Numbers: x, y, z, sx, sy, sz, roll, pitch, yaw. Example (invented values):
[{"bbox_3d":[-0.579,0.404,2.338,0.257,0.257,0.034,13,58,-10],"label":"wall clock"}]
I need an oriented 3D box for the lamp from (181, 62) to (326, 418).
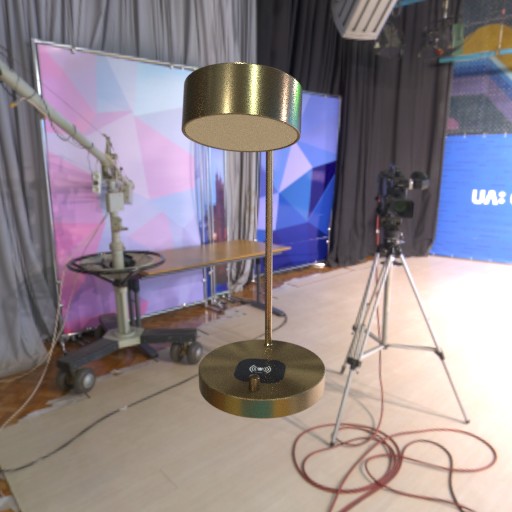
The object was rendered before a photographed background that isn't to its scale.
[{"bbox_3d":[0.000,0.000,0.516,0.171,0.380,0.270,2,14,9],"label":"lamp"}]
